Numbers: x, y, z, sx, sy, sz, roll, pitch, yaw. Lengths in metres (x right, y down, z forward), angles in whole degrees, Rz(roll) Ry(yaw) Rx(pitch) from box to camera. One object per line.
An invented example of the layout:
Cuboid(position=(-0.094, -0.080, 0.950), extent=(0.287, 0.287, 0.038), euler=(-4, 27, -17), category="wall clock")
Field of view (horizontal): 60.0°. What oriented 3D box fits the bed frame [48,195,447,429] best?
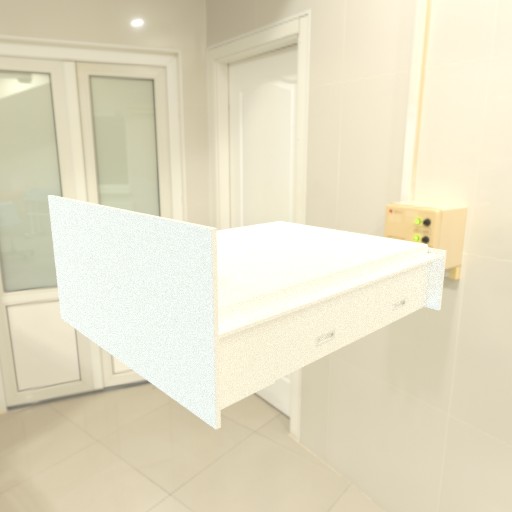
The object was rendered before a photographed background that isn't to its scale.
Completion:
Cuboid(position=(0.000, 0.000, 2.874), extent=(1.960, 0.800, 1.622), euler=(-12, 18, -42), category="bed frame")
